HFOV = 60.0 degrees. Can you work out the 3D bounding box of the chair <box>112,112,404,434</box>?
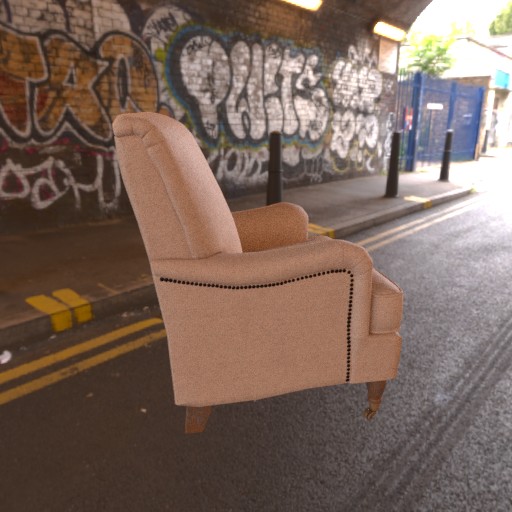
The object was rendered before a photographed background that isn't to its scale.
[{"bbox_3d":[0.000,0.000,1.828,0.953,1.119,0.879,-3,16,-9],"label":"chair"}]
